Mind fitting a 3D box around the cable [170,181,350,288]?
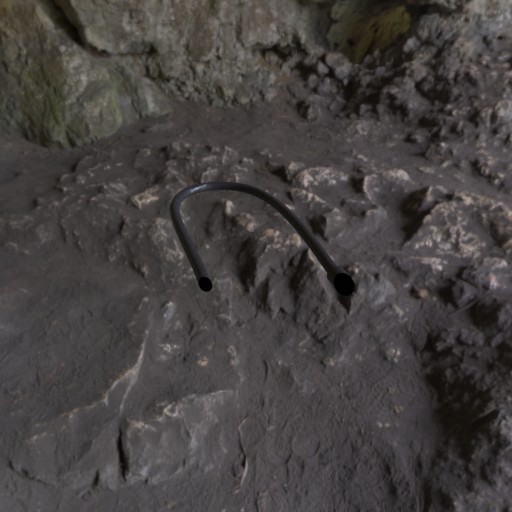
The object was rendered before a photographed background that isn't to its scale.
[{"bbox_3d":[0.000,0.000,0.111,0.041,0.005,0.098,-10,33,-15],"label":"cable"}]
